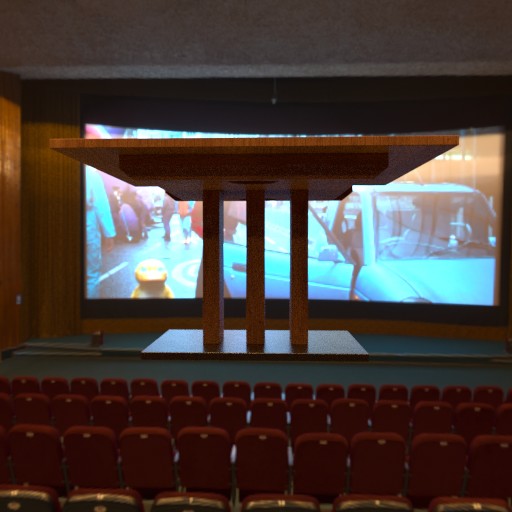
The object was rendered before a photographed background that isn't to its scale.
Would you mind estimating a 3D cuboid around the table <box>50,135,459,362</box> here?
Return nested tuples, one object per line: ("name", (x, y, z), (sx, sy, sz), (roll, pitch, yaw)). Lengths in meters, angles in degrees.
("table", (0.000, 0.000, 1.862), (1.300, 0.770, 0.900), (0, 1, 2))
